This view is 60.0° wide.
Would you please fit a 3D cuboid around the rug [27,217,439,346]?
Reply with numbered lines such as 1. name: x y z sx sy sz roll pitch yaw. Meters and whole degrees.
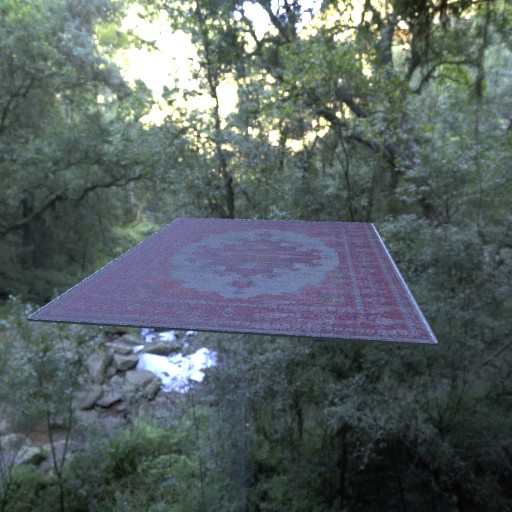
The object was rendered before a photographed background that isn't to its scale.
1. rug: 0.000 0.000 4.053 2.447 0.017 3.123 2 17 7
